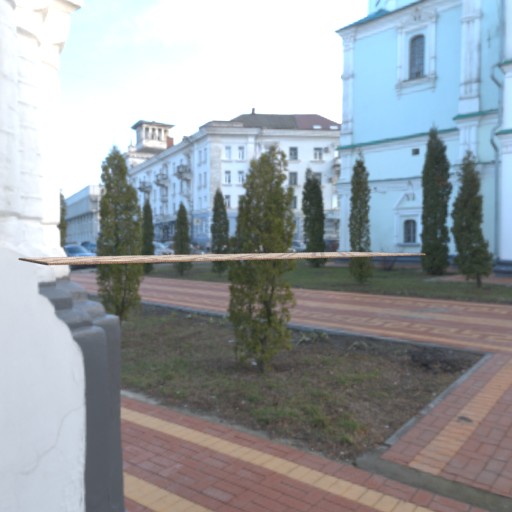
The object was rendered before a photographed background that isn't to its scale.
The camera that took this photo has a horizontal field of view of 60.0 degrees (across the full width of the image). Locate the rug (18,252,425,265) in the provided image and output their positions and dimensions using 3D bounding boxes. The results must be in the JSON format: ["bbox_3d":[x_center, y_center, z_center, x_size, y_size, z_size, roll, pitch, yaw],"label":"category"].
[{"bbox_3d":[0.000,0.000,2.650,2.437,0.013,0.685,-1,2,-36],"label":"rug"}]
